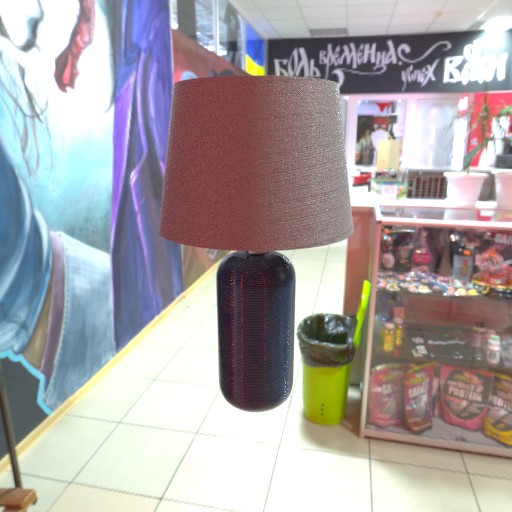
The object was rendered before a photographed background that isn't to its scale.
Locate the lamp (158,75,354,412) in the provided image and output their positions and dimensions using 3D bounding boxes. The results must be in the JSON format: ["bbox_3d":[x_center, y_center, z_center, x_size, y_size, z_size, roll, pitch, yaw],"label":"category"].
[{"bbox_3d":[0.000,0.000,0.596,0.253,0.428,0.253,0,15,0],"label":"lamp"}]
